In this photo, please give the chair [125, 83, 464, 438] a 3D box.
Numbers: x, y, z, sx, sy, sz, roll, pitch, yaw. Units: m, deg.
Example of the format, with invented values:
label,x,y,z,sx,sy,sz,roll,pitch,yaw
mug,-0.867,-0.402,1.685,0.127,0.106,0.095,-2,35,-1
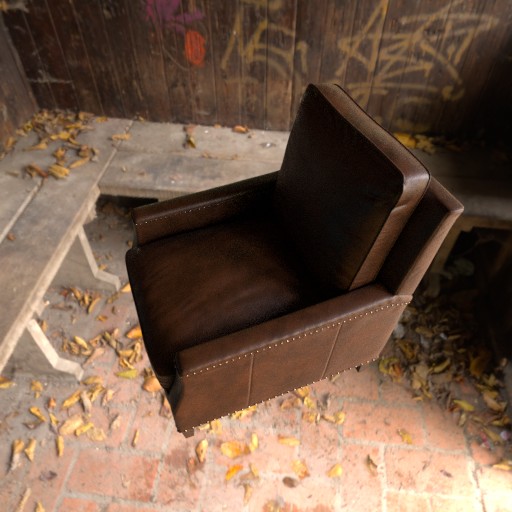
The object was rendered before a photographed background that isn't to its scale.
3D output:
label,x,y,z,sx,sy,sz,roll,pitch,yaw
chair,0.000,0.000,1.803,1.035,1.054,0.854,-16,50,-14
